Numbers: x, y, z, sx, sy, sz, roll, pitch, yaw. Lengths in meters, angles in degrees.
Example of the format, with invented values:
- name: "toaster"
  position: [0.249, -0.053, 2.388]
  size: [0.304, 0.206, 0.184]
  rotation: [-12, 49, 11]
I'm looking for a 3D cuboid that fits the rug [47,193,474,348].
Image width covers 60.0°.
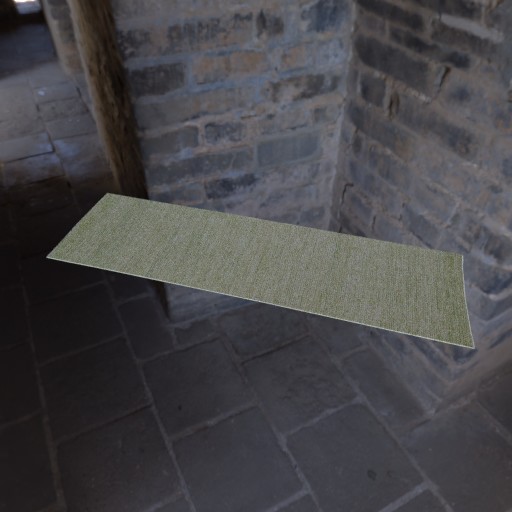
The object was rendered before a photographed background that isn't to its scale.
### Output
- name: "rug"
  position: [0.000, 0.000, 2.572]
  size: [2.340, 0.013, 0.686]
  rotation: [11, 43, 12]
